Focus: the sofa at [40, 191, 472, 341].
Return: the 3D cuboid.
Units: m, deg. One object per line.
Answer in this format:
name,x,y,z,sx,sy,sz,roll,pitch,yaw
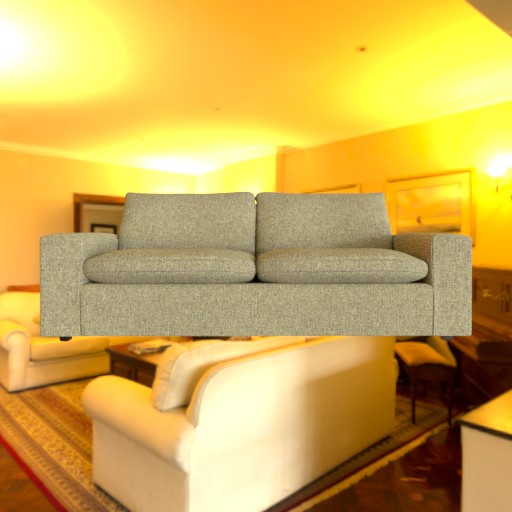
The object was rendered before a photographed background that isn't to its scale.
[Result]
sofa,0.000,0.000,2.797,2.299,0.922,1.040,0,1,-1
